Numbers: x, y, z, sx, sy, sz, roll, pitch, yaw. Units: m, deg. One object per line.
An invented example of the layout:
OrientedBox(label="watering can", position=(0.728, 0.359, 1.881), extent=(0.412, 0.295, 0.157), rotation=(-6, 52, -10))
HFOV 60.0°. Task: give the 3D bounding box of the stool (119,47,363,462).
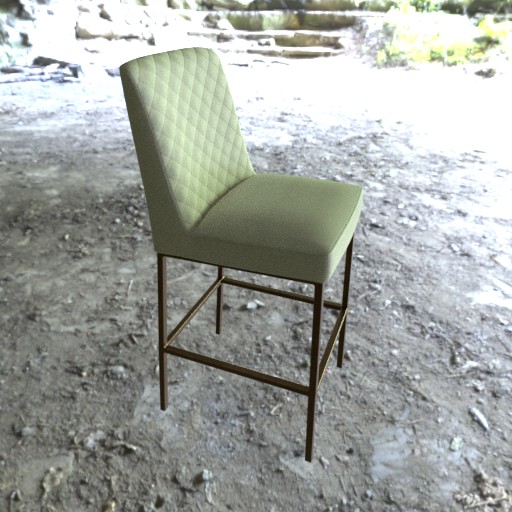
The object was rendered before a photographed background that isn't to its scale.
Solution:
OrientedBox(label="stool", position=(0.000, 0.000, 1.310), extent=(0.546, 1.084, 0.462), rotation=(12, 33, 19))
